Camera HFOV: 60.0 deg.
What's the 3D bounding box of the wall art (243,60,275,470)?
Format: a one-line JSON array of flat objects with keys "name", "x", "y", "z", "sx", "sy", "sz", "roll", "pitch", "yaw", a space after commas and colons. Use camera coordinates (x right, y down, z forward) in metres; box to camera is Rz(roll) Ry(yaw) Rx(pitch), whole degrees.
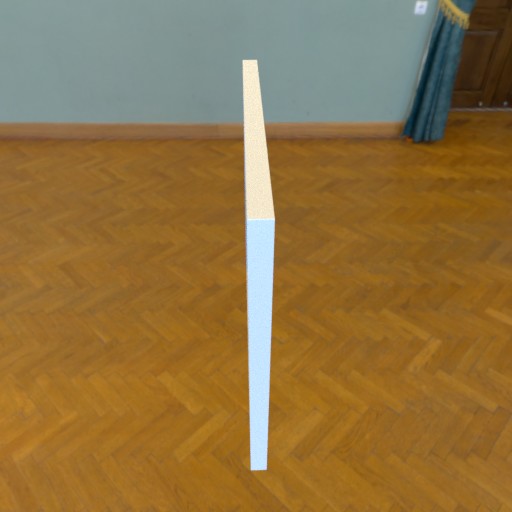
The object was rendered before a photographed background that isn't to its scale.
[{"name": "wall art", "x": 0.000, "y": 0.000, "z": 1.159, "sx": 0.050, "sy": 0.762, "sz": 0.761, "roll": -1, "pitch": 40, "yaw": -1}]
